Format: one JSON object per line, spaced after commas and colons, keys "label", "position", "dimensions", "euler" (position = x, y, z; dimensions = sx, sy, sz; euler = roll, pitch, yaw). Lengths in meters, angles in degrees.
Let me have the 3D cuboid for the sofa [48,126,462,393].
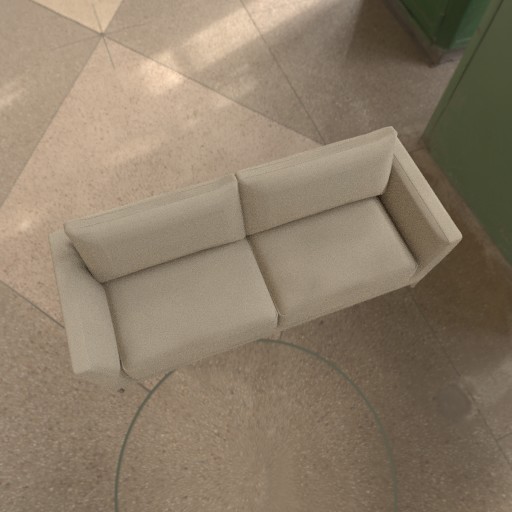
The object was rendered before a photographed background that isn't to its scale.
{"label": "sofa", "position": [0.000, 0.000, 2.719], "dimensions": [2.214, 1.005, 0.868], "euler": [-18, 65, -9]}
